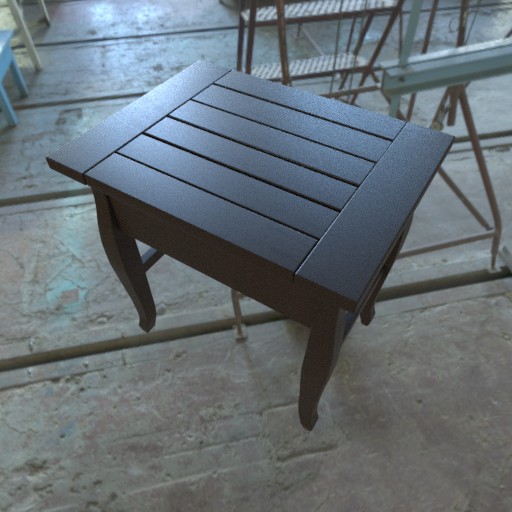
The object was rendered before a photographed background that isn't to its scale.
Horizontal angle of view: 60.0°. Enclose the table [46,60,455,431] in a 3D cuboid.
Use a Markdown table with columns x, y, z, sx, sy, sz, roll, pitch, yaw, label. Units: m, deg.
| x | y | z | sx | sy | sz | roll | pitch | yaw | label |
| --- | --- | --- | --- | --- | --- | --- | --- | --- | --- |
| 0.000 | 0.000 | 1.038 | 0.602 | 0.605 | 0.460 | 25 | 53 | 21 | table |
